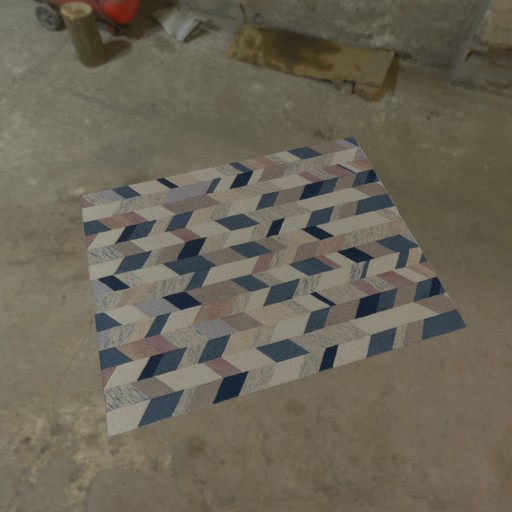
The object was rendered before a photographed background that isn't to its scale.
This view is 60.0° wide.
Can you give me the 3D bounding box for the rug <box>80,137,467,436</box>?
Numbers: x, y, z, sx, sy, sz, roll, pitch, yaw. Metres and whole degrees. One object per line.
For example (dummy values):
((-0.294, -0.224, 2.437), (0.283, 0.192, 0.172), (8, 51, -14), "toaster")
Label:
((0.000, 0.000, 4.199), (3.072, 0.011, 2.451), (-14, 59, -9), "rug")
